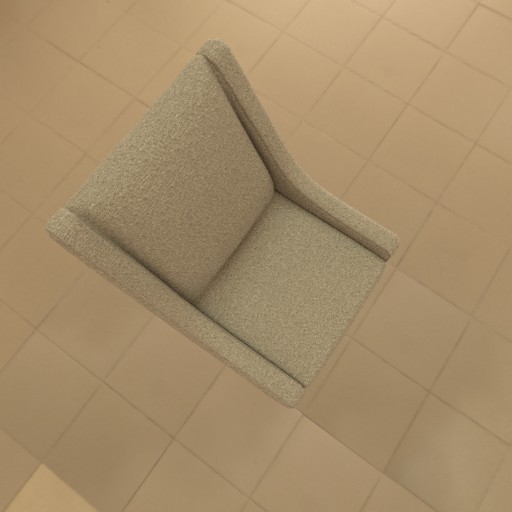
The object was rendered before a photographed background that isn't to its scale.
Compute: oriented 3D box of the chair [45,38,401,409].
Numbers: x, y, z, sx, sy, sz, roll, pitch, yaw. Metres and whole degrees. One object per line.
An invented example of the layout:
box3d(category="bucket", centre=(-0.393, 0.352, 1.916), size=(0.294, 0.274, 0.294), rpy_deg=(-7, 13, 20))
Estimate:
box3d(category="chair", centre=(0.000, 0.000, 1.643), size=(0.870, 1.016, 0.774), rpy_deg=(34, 77, 9))
